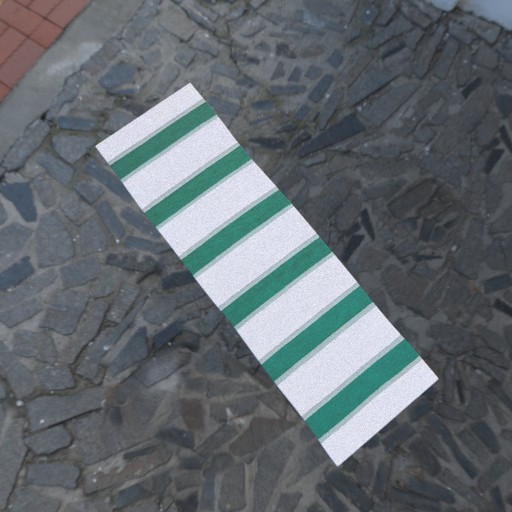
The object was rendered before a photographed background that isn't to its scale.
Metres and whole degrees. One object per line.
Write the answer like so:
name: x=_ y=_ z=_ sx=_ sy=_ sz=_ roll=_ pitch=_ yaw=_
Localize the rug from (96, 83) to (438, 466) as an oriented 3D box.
rug: x=0.000 y=0.000 z=2.717 sx=0.768 sy=0.012 sz=2.438 roll=-37 pitch=79 yaw=-8
